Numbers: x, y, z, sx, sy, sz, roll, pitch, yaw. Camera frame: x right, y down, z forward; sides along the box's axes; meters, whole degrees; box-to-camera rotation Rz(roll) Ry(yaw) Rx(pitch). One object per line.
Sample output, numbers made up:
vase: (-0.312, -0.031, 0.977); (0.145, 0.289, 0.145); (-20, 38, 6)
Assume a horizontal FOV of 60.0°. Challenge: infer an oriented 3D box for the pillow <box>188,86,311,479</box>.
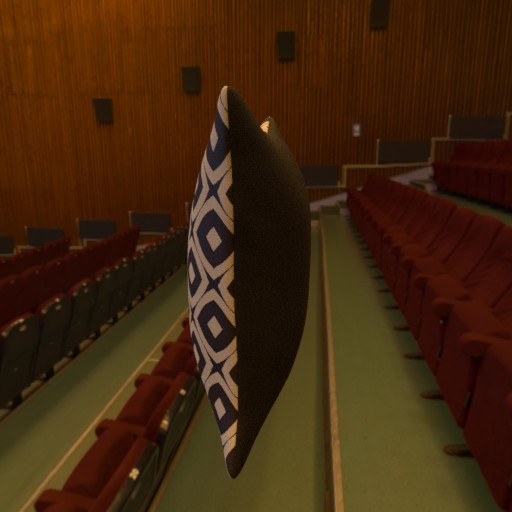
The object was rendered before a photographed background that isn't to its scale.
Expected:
pillow: (0.000, 0.000, 0.767); (0.188, 0.494, 0.504); (2, 14, 7)
